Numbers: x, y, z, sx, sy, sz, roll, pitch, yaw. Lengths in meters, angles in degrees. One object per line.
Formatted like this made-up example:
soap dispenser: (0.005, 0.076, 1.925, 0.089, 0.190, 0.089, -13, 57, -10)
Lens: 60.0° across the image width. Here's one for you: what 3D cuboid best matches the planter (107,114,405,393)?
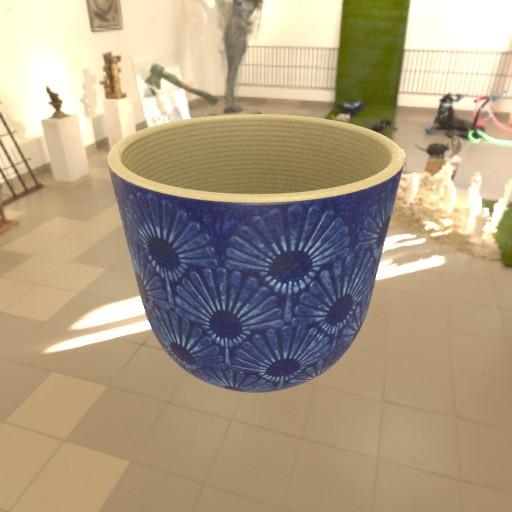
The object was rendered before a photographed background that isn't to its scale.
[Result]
planter: (0.000, 0.000, 0.300, 0.170, 0.153, 0.170, 0, 30, 0)
